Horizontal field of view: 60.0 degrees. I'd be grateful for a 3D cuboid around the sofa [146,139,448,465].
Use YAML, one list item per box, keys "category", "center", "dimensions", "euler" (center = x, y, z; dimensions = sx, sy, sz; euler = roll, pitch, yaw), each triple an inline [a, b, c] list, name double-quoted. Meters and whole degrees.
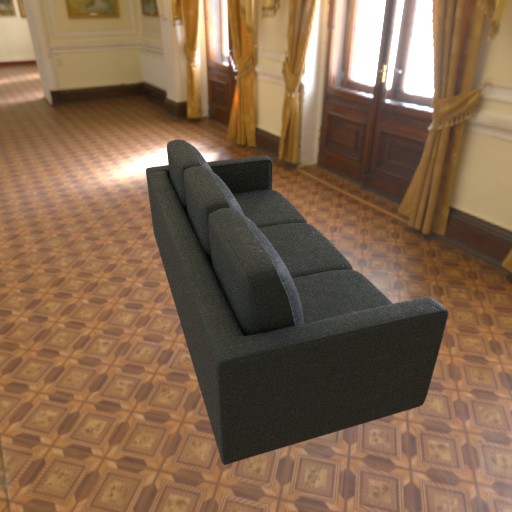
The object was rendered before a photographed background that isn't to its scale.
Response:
- category: "sofa"
  center: [0.000, 0.000, 2.472]
  dimensions: [0.935, 0.945, 2.013]
  euler: [-10, 31, -16]
